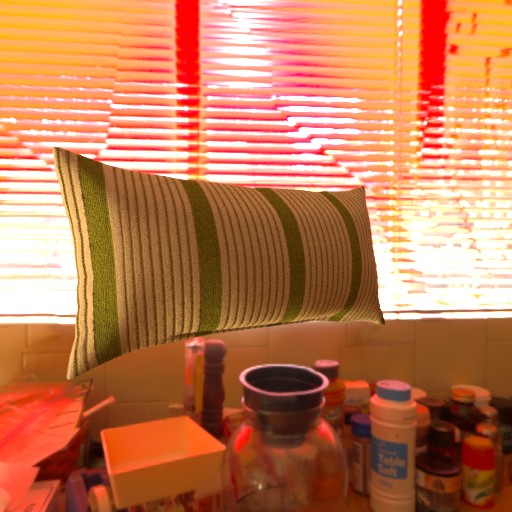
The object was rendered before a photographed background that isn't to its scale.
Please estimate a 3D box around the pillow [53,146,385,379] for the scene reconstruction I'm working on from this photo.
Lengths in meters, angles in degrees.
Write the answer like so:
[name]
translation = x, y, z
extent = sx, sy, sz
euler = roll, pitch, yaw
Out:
[pillow]
translation = 0.000, 0.000, 0.733
extent = 0.608, 0.292, 0.156
euler = -1, 2, -36
